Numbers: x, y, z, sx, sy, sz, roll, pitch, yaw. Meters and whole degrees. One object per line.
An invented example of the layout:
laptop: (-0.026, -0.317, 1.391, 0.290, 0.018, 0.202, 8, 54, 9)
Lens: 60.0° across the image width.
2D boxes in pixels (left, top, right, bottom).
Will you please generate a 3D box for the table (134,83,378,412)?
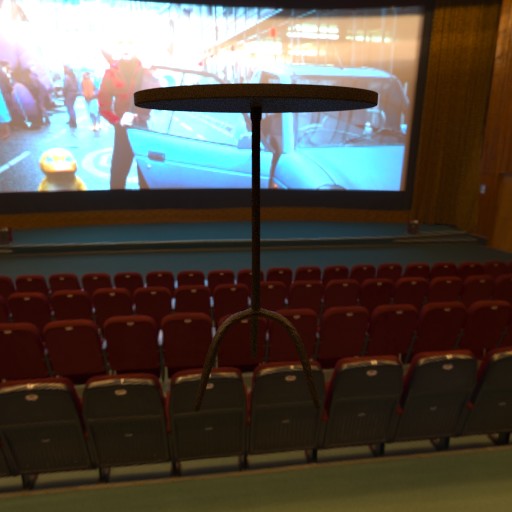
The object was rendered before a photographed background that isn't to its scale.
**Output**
table: (0.000, 0.000, 1.032, 0.502, 0.700, 0.502, -2, 15, -8)
